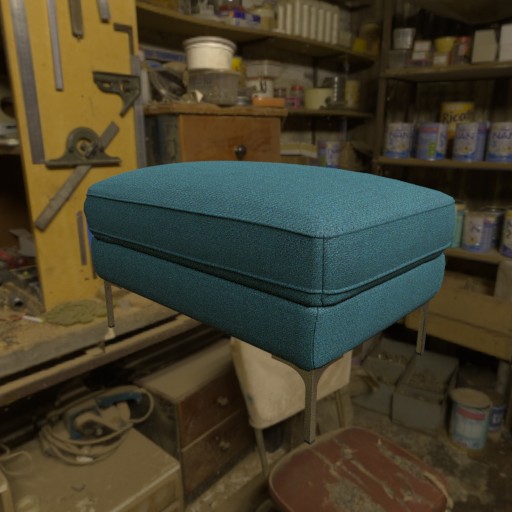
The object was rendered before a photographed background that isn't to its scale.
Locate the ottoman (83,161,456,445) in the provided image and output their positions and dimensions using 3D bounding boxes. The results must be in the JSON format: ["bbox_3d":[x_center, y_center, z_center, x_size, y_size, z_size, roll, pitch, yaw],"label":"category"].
[{"bbox_3d":[0.000,0.000,1.206,0.856,0.498,0.563,14,21,42],"label":"ottoman"}]
